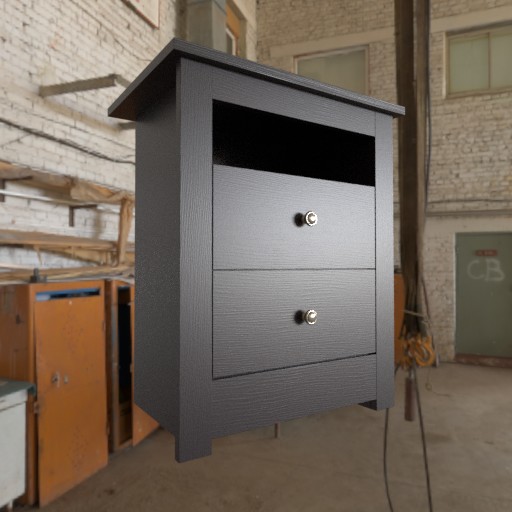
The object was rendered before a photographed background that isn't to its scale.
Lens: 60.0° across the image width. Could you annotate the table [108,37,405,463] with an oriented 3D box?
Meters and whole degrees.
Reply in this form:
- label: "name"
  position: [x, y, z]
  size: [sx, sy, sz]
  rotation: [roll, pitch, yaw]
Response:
- label: "table"
  position: [0.000, 0.000, 1.055]
  size: [0.589, 0.711, 0.408]
  rotation: [1, -1, -33]
